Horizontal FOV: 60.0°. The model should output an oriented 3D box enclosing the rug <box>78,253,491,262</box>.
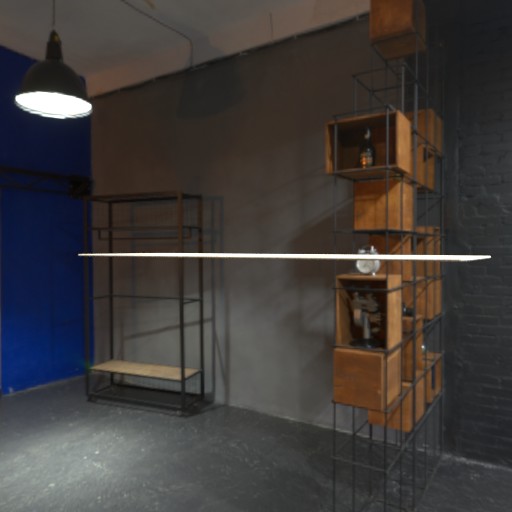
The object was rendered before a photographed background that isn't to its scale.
[{"bbox_3d":[0.000,0.000,2.670,2.450,0.014,0.793,1,1,35],"label":"rug"}]
